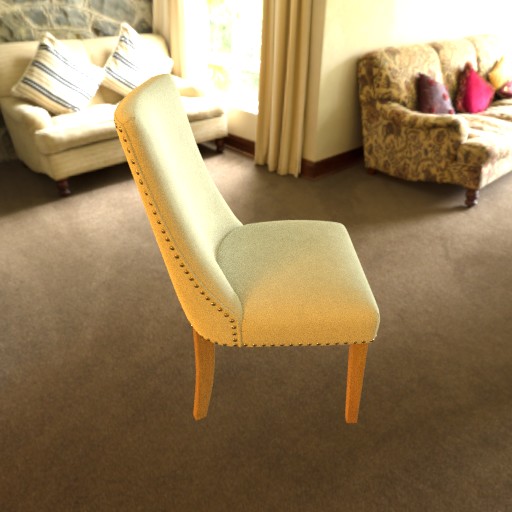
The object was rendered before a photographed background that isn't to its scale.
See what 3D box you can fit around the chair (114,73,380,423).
[{"bbox_3d":[0.000,0.000,1.255,0.610,0.902,0.495,-1,32,-1],"label":"chair"}]
